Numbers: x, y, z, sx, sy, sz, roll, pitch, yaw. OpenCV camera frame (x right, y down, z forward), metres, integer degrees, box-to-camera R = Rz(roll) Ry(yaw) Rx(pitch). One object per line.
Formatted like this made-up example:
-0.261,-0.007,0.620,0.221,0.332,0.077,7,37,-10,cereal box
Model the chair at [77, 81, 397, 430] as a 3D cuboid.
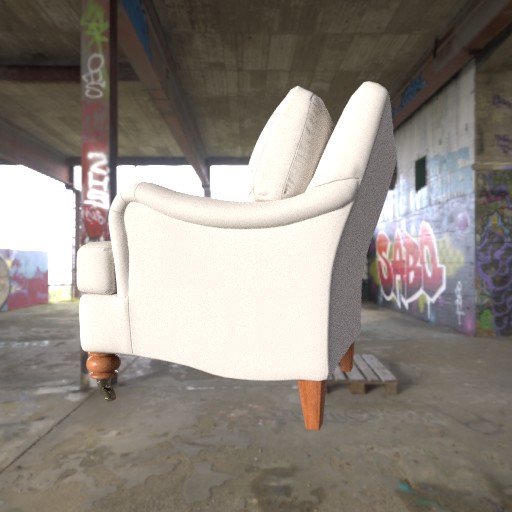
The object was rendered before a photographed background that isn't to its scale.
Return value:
0.000,0.000,1.790,1.070,1.038,0.955,0,-1,19,chair
